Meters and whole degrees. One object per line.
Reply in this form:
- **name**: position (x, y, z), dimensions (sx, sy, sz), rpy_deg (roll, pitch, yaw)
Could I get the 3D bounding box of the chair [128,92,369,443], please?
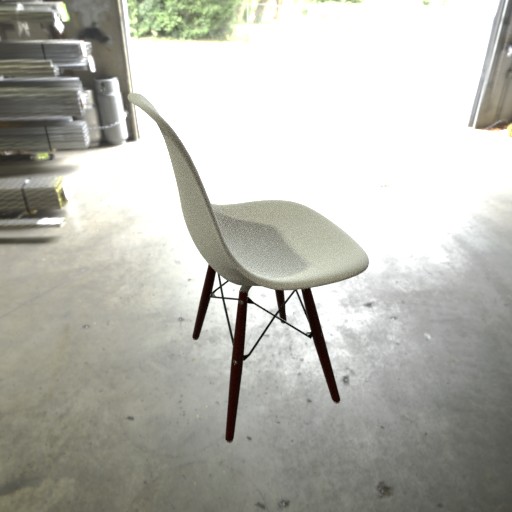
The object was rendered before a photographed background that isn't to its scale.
- **chair**: position (0.000, 0.000, 1.157), dimensions (0.533, 0.826, 0.470), rpy_deg (-11, 32, -18)
